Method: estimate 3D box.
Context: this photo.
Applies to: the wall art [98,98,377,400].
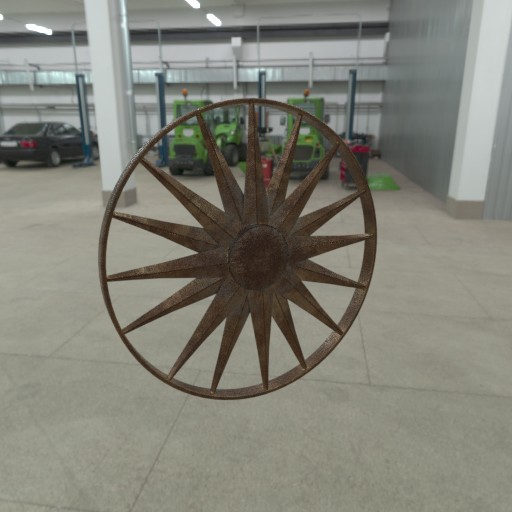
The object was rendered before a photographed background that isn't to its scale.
[{"bbox_3d":[0.000,0.000,0.866,0.582,0.583,0.084,-9,19,-25],"label":"wall art"}]
